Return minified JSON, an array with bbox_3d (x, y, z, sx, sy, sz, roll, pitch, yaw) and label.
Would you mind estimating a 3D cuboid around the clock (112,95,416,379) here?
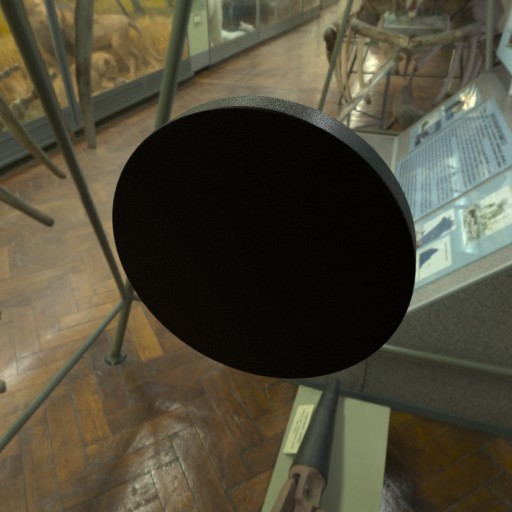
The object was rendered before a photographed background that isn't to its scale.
[{"bbox_3d":[0.000,0.000,0.461,0.314,0.314,0.040,10,34,15],"label":"clock"}]
